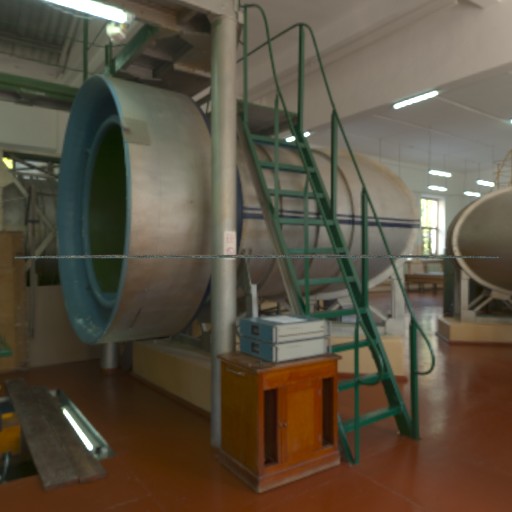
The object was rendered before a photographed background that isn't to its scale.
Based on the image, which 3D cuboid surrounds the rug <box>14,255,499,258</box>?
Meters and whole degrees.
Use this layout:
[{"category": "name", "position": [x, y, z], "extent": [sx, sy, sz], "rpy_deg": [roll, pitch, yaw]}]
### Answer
[{"category": "rug", "position": [0.000, 0.000, 4.175], "extent": [3.291, 0.013, 2.337], "rpy_deg": [0, 0, -1]}]
